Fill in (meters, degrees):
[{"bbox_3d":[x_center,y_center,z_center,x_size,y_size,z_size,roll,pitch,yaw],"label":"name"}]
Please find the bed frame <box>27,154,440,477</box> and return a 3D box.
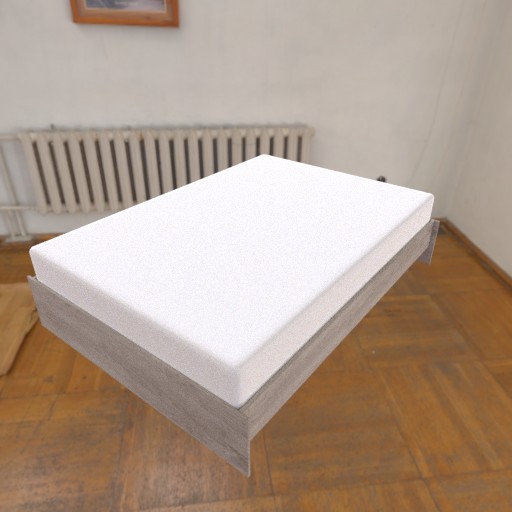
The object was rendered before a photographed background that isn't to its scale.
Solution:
[{"bbox_3d":[0.000,0.000,2.572,1.445,0.497,1.945,22,37,32],"label":"bed frame"}]
